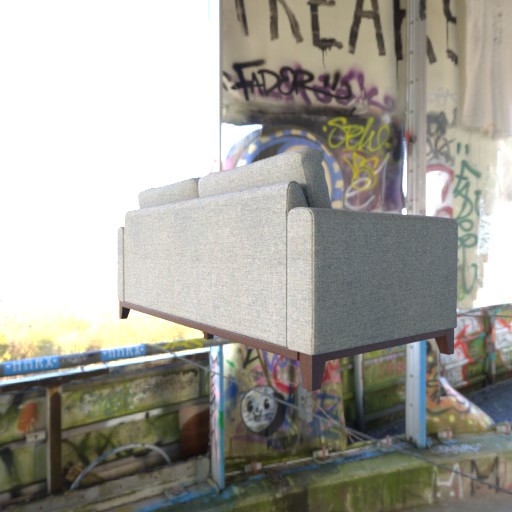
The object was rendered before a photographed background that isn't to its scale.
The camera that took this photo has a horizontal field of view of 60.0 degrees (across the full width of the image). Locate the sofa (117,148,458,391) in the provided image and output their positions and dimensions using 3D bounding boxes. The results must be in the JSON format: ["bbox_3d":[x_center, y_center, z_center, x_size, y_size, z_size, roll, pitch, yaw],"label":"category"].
[{"bbox_3d":[0.000,0.000,2.573,0.969,0.892,1.978,-1,1,-36],"label":"sofa"}]
